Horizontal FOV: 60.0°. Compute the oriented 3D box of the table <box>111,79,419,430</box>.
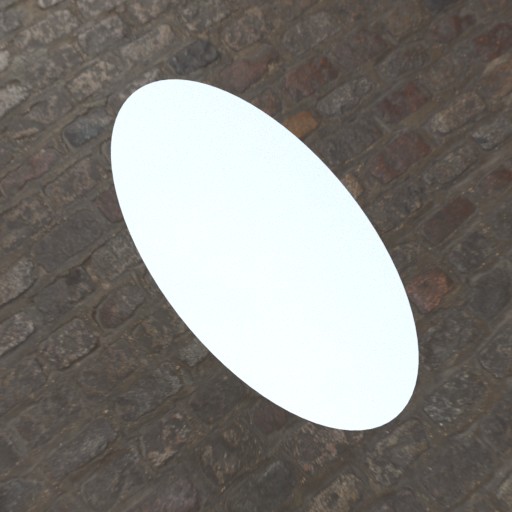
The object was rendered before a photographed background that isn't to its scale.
[{"bbox_3d":[0.000,0.000,1.322,0.542,0.390,1.083,-36,79,-8],"label":"table"}]
